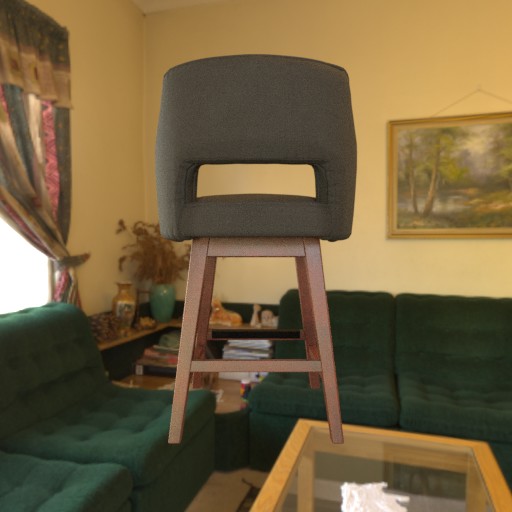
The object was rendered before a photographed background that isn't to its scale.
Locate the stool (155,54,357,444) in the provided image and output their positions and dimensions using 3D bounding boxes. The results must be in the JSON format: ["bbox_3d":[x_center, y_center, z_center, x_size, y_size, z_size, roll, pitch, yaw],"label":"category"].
[{"bbox_3d":[0.000,0.000,1.257,0.548,0.912,0.558,0,2,0],"label":"stool"}]
